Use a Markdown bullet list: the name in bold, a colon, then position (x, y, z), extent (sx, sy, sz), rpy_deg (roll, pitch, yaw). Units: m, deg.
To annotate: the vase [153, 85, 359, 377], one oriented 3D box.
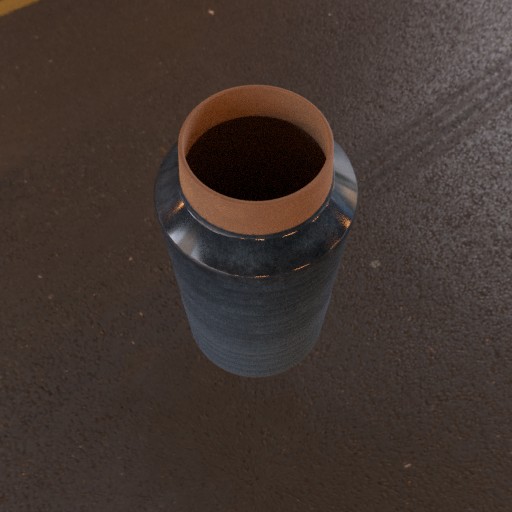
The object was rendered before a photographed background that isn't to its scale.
- **vase**: position (0.000, 0.000, 0.413), extent (0.163, 0.316, 0.163), rpy_deg (0, 63, 0)
